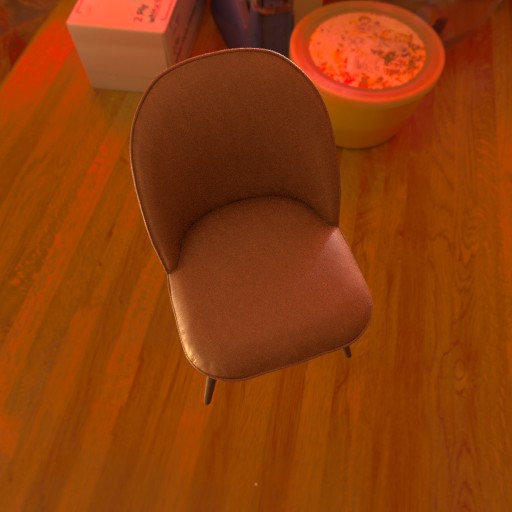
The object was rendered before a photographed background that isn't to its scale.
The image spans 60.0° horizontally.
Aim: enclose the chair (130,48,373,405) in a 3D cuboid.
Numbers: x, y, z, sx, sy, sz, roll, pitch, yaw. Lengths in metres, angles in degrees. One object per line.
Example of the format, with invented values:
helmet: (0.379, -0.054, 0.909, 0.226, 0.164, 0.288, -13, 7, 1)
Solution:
chair: (0.000, 0.000, 1.217, 0.521, 0.831, 0.631, -16, 64, -8)
